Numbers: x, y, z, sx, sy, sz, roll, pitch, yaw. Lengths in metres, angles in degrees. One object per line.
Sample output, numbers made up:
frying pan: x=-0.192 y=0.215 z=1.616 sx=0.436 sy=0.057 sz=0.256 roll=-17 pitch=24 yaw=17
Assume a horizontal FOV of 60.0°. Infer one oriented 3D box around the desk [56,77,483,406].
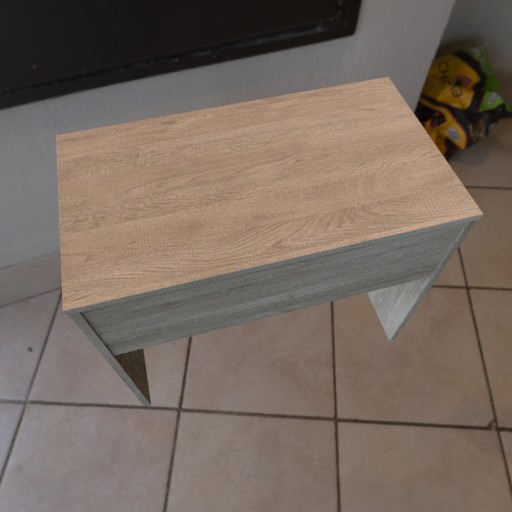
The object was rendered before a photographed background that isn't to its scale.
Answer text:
desk: x=0.000 y=0.000 z=1.337 sx=0.893 sy=0.724 sz=0.498 roll=-13 pitch=58 yaw=-8
